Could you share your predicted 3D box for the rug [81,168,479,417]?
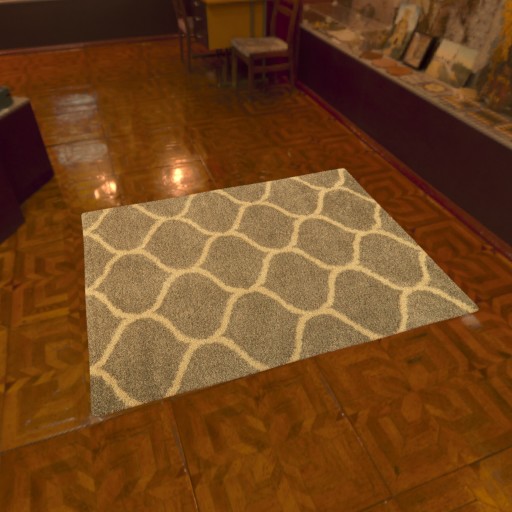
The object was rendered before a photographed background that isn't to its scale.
[{"bbox_3d":[0.000,0.000,4.058,3.000,0.026,2.399,-12,42,-14],"label":"rug"}]
